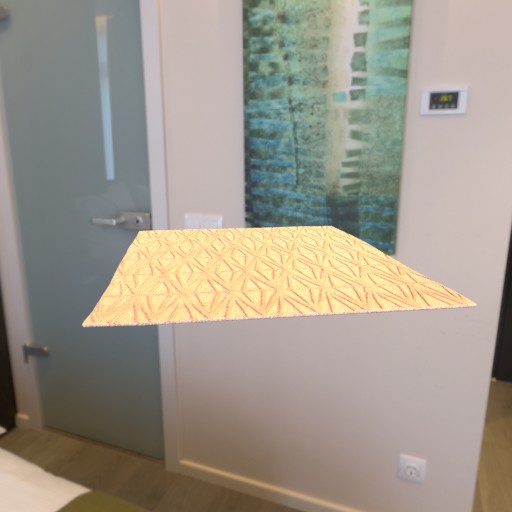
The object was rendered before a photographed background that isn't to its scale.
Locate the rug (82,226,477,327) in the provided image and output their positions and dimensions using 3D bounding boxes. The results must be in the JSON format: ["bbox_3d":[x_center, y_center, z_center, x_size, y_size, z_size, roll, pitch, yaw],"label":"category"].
[{"bbox_3d":[0.000,0.000,4.138,2.453,0.043,3.052,-2,14,-8],"label":"rug"}]
